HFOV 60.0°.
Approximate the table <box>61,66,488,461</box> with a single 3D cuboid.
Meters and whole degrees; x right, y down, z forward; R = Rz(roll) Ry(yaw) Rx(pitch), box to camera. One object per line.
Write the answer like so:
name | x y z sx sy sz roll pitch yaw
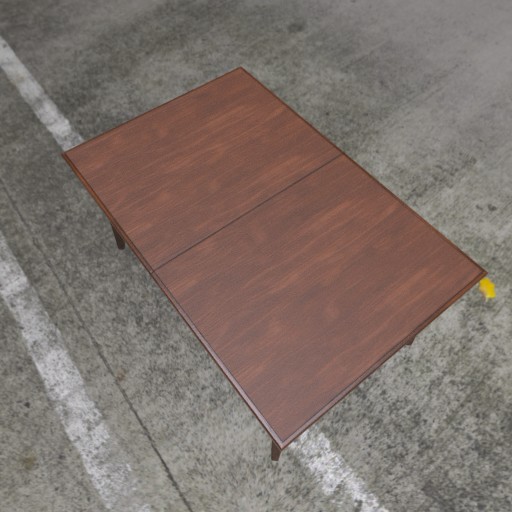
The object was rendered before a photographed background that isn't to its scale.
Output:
table | 0.000 0.000 2.109 0.990 0.761 1.524 -34 64 -19
